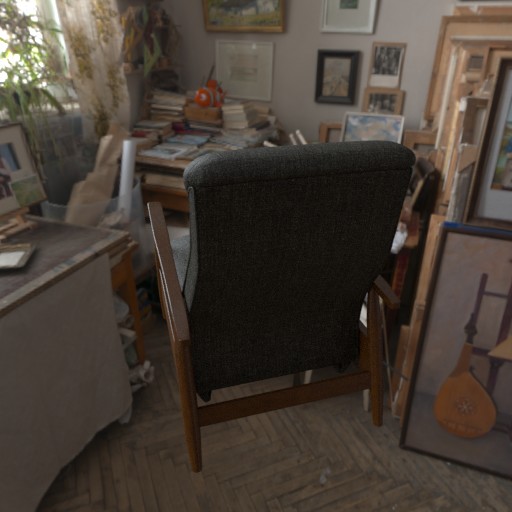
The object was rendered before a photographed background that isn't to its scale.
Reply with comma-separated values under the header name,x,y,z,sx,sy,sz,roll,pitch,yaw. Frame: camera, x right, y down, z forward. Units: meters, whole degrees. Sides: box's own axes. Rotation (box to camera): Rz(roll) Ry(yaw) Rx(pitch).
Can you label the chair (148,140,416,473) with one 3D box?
name,x,y,z,sx,sy,sz,roll,pitch,yaw
chair,0.000,0.000,1.775,0.762,1.082,1.014,-8,28,-14
